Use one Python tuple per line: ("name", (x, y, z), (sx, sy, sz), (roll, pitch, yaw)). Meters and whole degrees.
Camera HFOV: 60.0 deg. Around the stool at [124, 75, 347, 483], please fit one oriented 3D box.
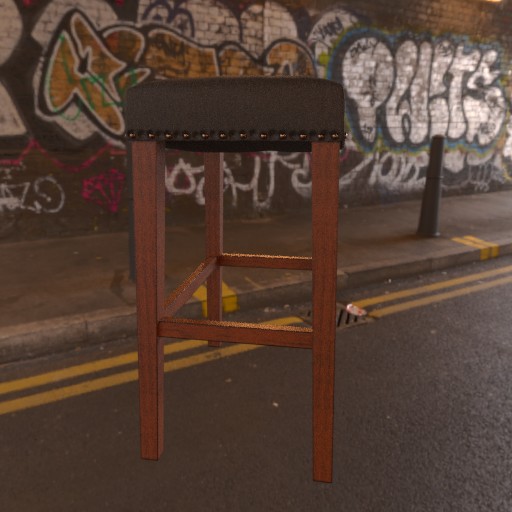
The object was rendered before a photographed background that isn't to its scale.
("stool", (0.000, 0.000, 0.851), (0.320, 0.612, 0.439), (3, 16, 9))
